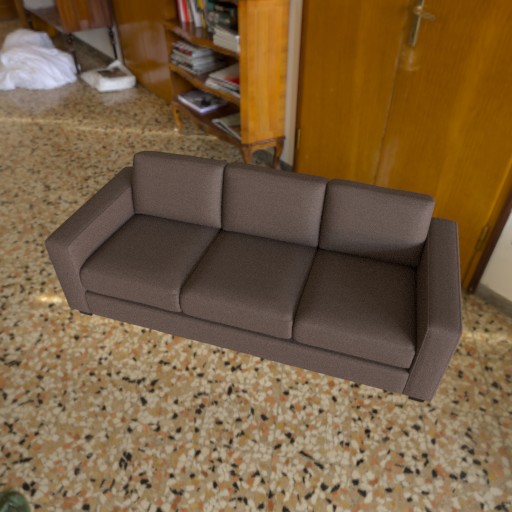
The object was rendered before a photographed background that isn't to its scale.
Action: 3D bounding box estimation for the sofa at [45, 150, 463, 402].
[{"bbox_3d":[0.000,0.000,2.589,2.160,0.806,0.900,12,42,13],"label":"sofa"}]
